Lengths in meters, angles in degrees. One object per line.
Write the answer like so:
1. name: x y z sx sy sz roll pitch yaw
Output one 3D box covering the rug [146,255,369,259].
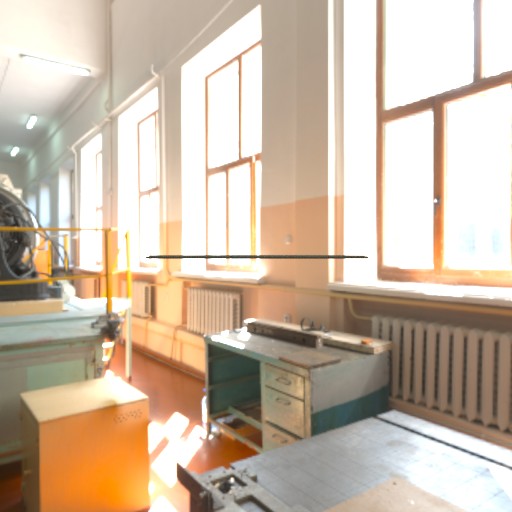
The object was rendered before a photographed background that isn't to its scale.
1. rug: 0.000 0.000 2.406 0.662 0.011 2.196 0 0 0
